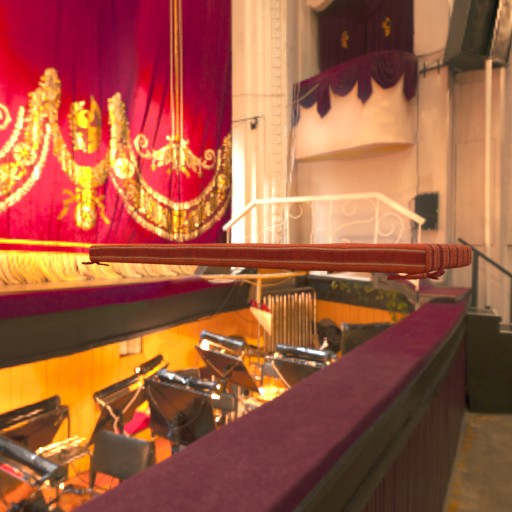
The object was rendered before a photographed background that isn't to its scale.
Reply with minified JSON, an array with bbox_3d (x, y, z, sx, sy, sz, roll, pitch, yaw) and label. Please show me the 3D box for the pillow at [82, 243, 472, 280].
[{"bbox_3d":[0.000,0.000,1.376,1.187,0.081,0.492,1,2,36],"label":"pillow"}]
